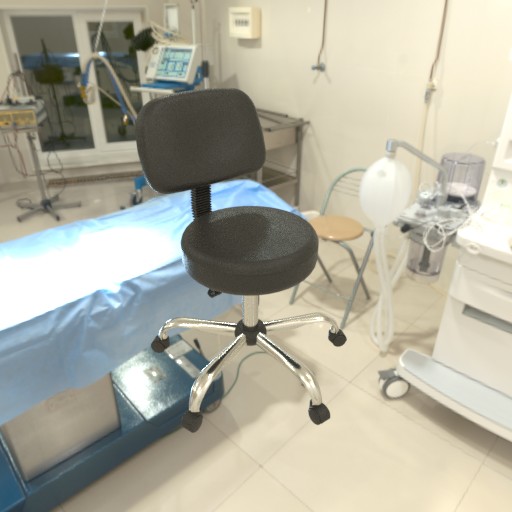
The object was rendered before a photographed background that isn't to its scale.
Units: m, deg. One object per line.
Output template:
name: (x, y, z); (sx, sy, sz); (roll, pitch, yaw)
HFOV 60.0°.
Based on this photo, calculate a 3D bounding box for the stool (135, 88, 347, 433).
stool: (0.000, 0.000, 1.308); (0.673, 0.862, 0.648); (-22, 36, -33)
